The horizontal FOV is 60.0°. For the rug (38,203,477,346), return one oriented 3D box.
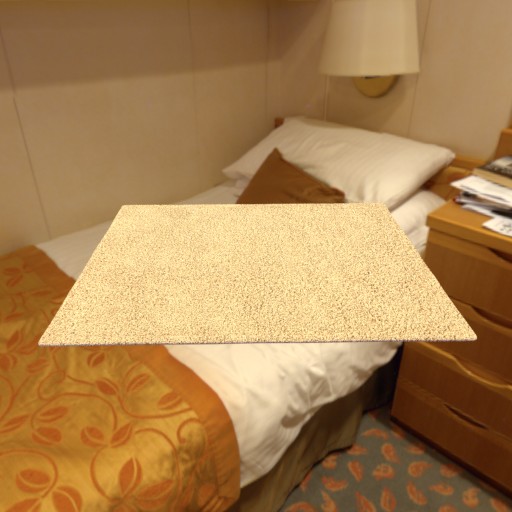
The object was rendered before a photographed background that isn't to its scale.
[{"bbox_3d":[0.000,0.000,4.114,3.047,0.029,2.438,-1,29,-1],"label":"rug"}]
